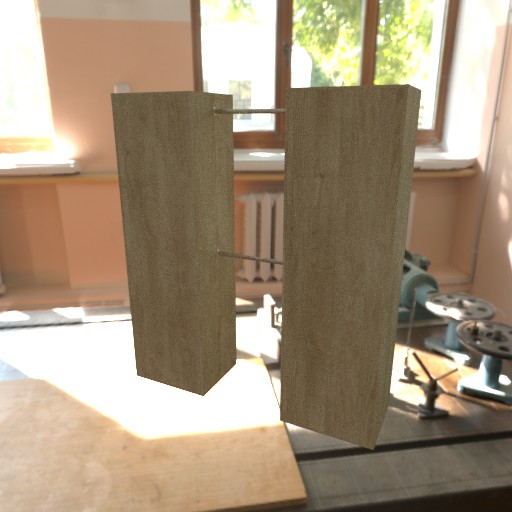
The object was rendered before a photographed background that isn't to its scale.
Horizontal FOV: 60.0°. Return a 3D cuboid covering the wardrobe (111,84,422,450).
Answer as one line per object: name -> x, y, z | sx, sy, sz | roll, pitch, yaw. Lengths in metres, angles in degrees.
wardrobe -> 0.000, 0.000, 2.873 | 1.770, 2.000, 0.480 | 8, 19, 25
